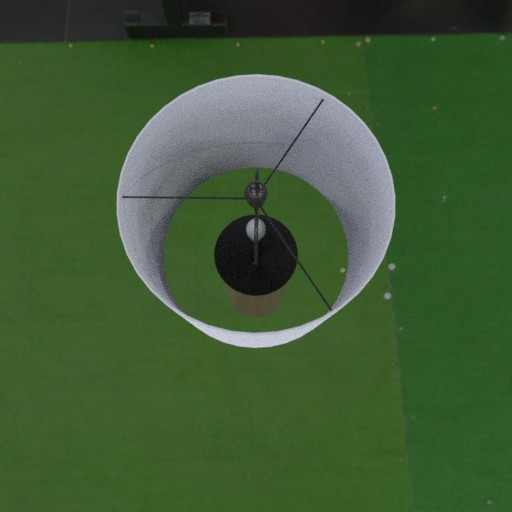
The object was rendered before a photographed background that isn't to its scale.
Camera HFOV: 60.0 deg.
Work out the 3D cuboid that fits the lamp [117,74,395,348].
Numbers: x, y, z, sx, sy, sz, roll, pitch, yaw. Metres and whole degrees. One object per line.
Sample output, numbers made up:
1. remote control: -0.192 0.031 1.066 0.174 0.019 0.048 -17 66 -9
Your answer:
1. lamp: 0.000 0.000 0.742 0.304 0.573 0.304 1 75 0
